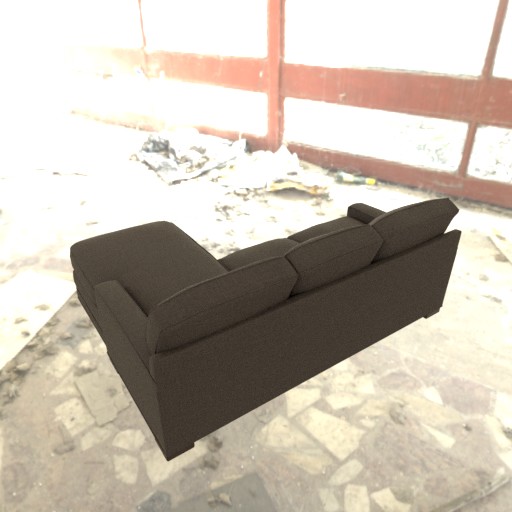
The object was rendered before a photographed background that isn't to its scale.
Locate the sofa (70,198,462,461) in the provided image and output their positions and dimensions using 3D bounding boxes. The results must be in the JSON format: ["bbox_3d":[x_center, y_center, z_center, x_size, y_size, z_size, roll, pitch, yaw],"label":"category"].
[{"bbox_3d":[0.000,0.000,3.347,2.370,0.973,1.790,-19,35,-29],"label":"sofa"}]
